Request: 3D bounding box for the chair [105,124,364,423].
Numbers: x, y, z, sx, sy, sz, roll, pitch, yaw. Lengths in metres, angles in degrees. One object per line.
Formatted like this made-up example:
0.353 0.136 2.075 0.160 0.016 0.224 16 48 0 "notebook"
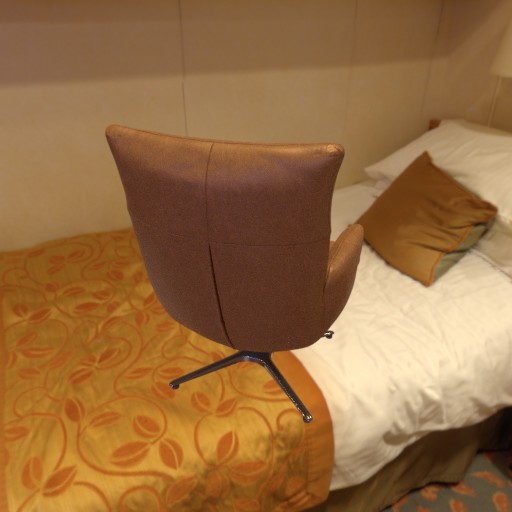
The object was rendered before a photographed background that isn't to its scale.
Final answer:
0.000 0.000 1.575 0.711 1.027 0.794 9 31 15 "chair"
